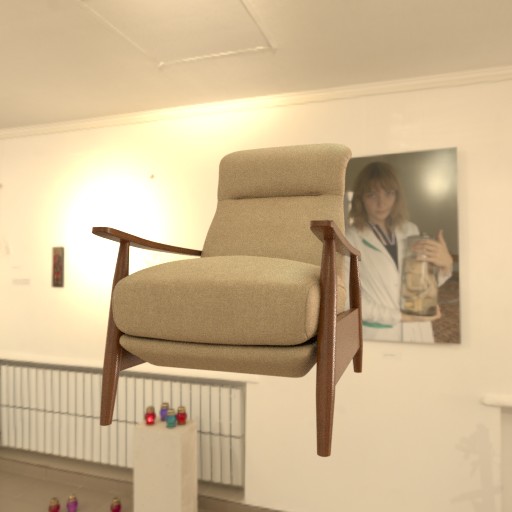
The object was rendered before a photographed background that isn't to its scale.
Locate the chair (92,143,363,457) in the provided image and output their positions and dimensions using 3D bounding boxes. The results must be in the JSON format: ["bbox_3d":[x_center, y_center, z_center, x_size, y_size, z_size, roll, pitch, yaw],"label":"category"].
[{"bbox_3d":[0.000,0.000,1.761,0.762,1.082,1.030,0,-1,18],"label":"chair"}]
